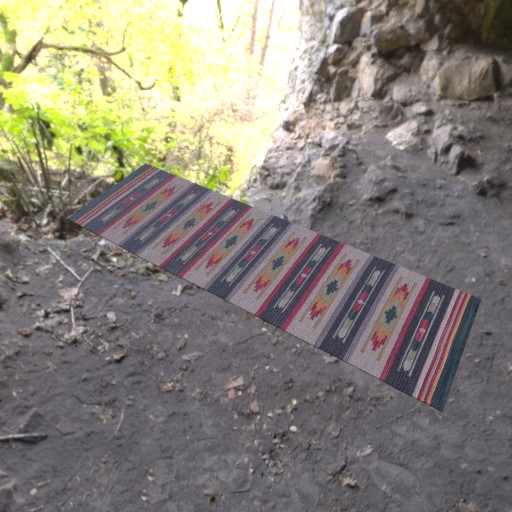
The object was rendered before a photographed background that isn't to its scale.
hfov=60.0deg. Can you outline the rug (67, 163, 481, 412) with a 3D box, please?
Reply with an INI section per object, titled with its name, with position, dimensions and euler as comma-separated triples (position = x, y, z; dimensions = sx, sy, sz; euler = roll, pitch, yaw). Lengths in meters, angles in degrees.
[rug]
position = 0.000, 0.000, 2.655
dimensions = 2.440, 0.009, 0.760
euler = 24, 51, 22
